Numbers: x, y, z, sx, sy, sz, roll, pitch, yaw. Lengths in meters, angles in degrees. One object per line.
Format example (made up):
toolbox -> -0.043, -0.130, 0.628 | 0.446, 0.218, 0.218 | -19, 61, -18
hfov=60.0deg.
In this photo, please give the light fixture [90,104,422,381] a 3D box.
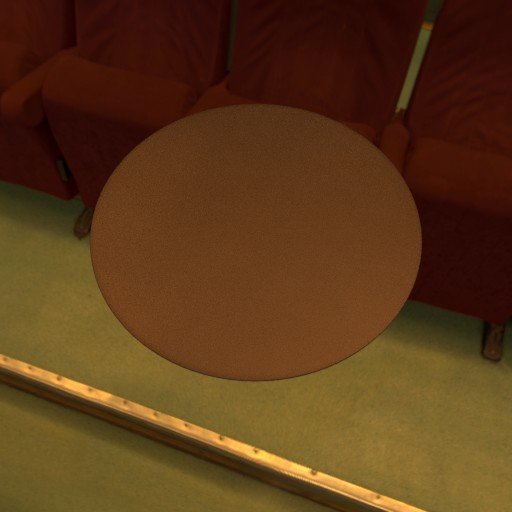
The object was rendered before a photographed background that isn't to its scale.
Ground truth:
light fixture -> 0.000, 0.000, 0.437 | 0.280, 0.135, 0.280 | 0, 60, 0
